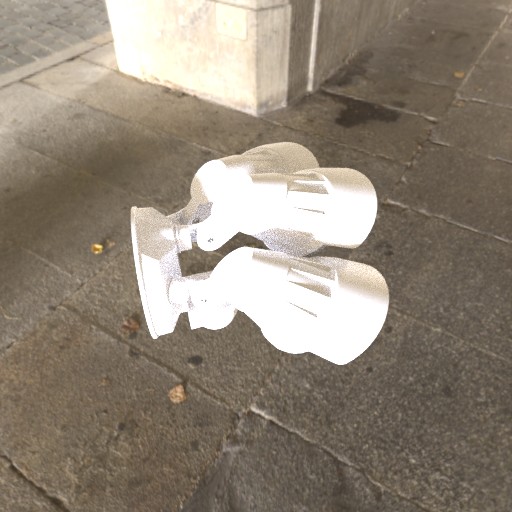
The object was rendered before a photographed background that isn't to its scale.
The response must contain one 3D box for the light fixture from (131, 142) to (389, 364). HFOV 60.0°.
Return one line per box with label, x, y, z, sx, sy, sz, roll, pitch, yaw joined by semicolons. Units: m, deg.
light fixture;0.000;0.000;0.562;0.278;0.237;0.369;-9;47;-9
